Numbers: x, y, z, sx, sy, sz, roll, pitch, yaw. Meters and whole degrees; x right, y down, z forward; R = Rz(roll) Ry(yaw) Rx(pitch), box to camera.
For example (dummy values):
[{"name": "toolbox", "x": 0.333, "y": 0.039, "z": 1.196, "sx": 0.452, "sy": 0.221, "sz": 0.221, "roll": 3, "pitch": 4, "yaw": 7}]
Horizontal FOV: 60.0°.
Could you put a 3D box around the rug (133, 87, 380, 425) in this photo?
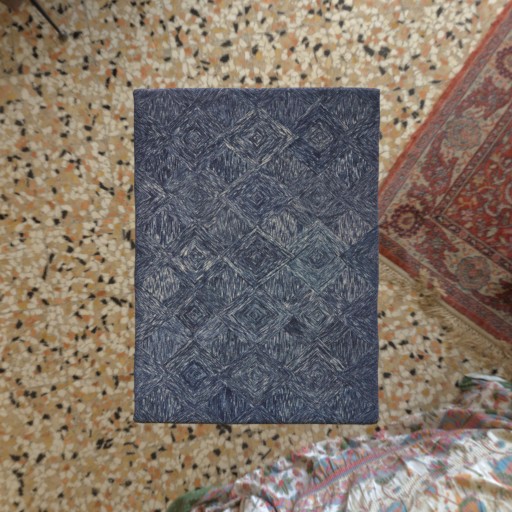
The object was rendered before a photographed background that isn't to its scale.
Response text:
[{"name": "rug", "x": 0.000, "y": 0.000, "z": 4.271, "sx": 2.385, "sy": 0.024, "sz": 3.245, "roll": 0, "pitch": 90, "yaw": 1}]
